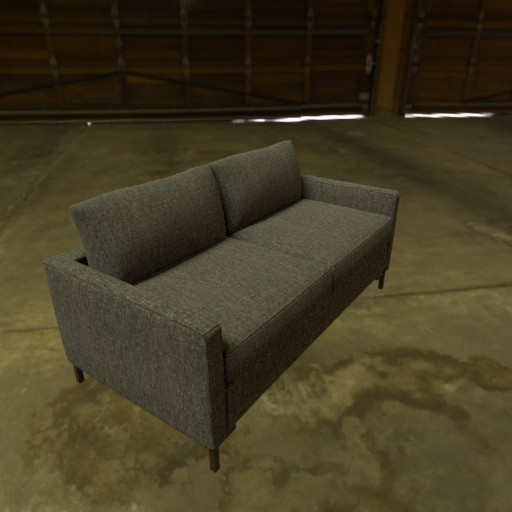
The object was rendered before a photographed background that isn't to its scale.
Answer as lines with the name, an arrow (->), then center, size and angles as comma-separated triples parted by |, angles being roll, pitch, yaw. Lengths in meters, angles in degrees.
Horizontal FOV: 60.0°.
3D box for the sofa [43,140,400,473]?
sofa -> 0.000, 0.000, 2.205 | 0.866, 0.862, 1.716 | 17, 31, 31
